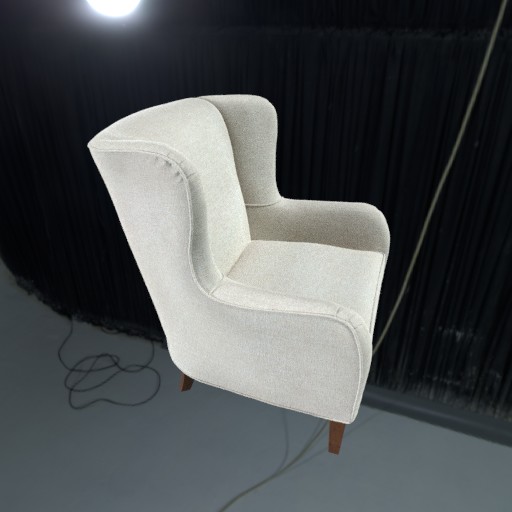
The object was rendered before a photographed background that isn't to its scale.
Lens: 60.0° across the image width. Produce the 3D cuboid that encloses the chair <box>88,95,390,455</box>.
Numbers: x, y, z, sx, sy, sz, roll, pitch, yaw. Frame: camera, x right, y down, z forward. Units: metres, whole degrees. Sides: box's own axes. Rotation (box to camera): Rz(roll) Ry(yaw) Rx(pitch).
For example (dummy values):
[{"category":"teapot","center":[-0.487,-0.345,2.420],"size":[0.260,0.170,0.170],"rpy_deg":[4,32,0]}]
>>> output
[{"category":"chair","center":[0.000,0.000,1.709],"size":[0.966,1.040,0.838],"rpy_deg":[10,32,16]}]
